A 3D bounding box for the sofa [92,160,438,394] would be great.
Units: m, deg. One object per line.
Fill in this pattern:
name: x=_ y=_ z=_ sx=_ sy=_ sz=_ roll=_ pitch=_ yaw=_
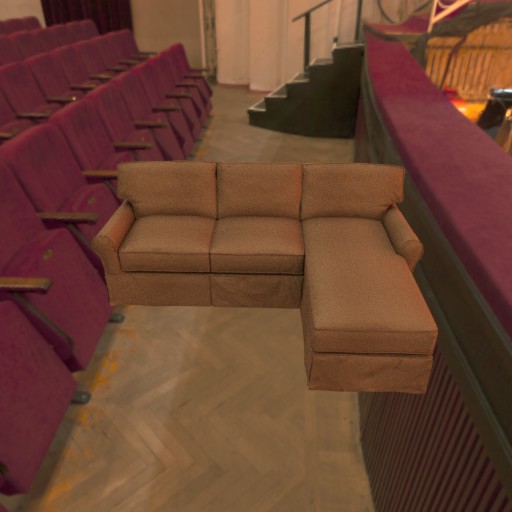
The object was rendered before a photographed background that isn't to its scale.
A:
sofa: x=0.000 y=0.000 z=3.329 sx=2.475 sy=0.978 sz=1.733 roll=1 pitch=31 yaw=2
